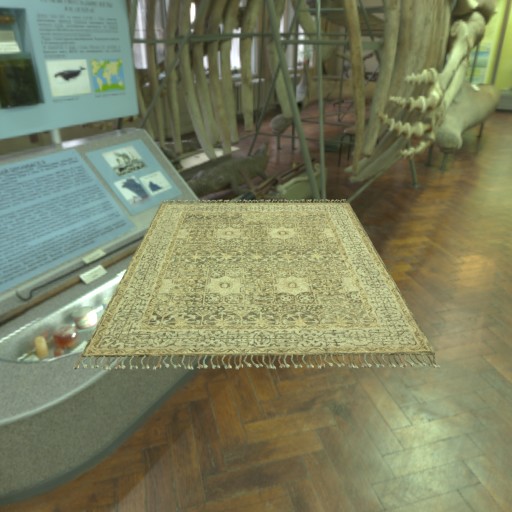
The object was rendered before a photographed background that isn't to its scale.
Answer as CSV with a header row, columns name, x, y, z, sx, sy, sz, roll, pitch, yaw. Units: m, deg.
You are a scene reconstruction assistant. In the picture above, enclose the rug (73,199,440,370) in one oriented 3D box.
name,x,y,z,sx,sy,sz,roll,pitch,yaw
rug,0.000,0.000,4.368,2.431,0.017,3.291,0,27,0
